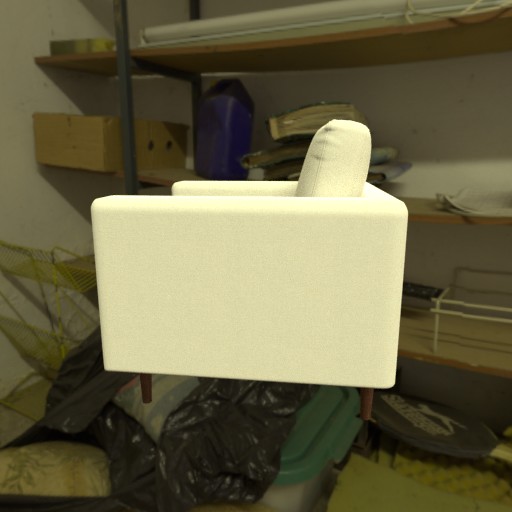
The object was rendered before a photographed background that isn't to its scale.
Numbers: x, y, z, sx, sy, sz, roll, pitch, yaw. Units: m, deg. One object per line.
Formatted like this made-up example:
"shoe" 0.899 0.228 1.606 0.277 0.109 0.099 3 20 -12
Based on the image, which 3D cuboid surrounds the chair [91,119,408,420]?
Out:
"chair" 0.000 0.000 1.589 0.879 0.899 0.831 2 13 7
